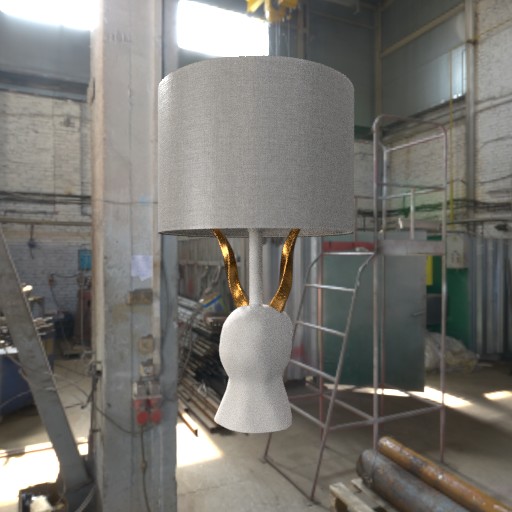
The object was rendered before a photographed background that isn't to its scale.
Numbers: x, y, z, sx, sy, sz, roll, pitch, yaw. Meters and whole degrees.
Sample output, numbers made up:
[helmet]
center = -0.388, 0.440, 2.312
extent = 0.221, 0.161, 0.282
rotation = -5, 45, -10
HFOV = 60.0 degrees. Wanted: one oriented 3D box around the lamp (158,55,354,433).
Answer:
[lamp]
center = 0.000, 0.000, 0.691
extent = 0.298, 0.503, 0.298
rotation = 0, 0, 19
